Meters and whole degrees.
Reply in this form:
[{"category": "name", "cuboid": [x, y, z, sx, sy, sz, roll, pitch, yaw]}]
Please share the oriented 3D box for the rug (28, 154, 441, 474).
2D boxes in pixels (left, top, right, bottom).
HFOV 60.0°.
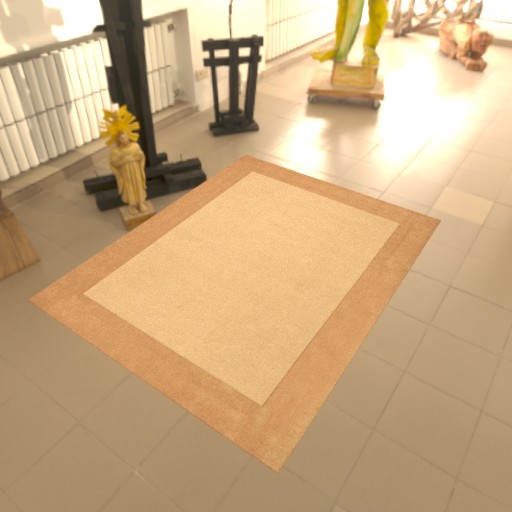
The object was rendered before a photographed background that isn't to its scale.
[{"category": "rug", "cuboid": [0.000, 0.000, 4.057, 2.438, 0.014, 3.048, 24, 46, 26]}]
